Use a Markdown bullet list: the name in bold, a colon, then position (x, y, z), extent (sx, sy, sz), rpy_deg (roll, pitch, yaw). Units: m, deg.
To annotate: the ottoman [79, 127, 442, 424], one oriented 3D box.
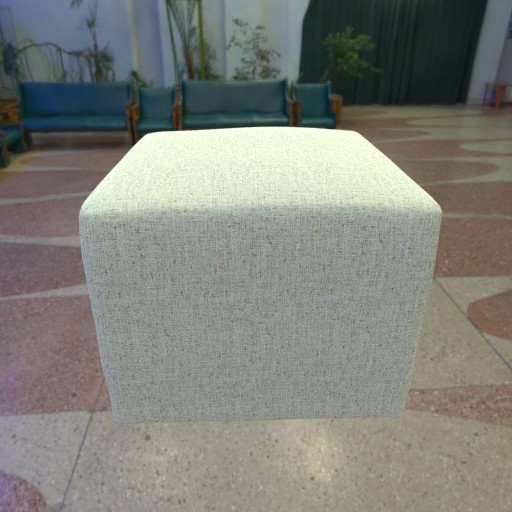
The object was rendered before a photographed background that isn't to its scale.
- **ottoman**: position (0.000, 0.000, 0.904), extent (0.512, 0.453, 0.521), rpy_deg (-1, 27, -2)
